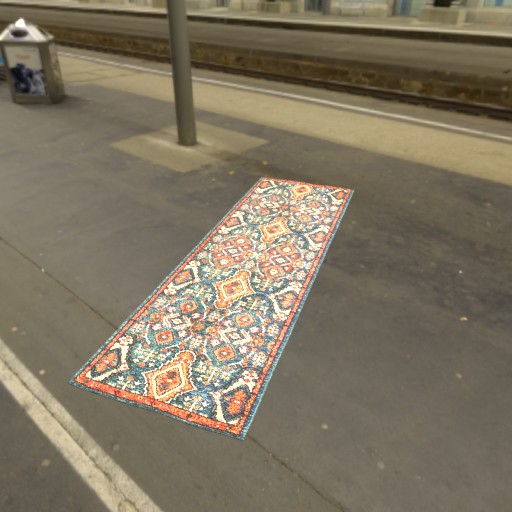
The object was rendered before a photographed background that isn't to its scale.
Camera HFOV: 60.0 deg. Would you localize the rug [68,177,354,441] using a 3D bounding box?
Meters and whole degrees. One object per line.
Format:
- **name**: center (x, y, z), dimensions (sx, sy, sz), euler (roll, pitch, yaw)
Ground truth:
- **rug**: center (0.000, 0.000, 2.723), dimensions (0.801, 0.010, 2.459), euler (11, 34, 17)
